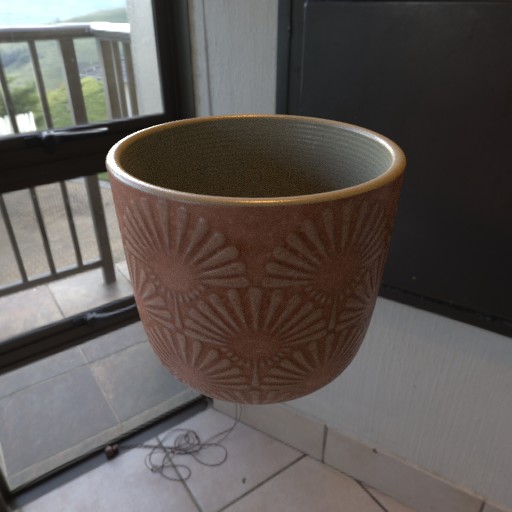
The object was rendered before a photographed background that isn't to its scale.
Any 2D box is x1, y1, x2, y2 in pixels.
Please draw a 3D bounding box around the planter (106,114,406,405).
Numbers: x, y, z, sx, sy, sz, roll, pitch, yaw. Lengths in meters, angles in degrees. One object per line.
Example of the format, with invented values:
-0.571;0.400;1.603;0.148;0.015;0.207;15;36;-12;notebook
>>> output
0.000;0.000;0.217;0.124;0.109;0.124;0;30;0;planter
